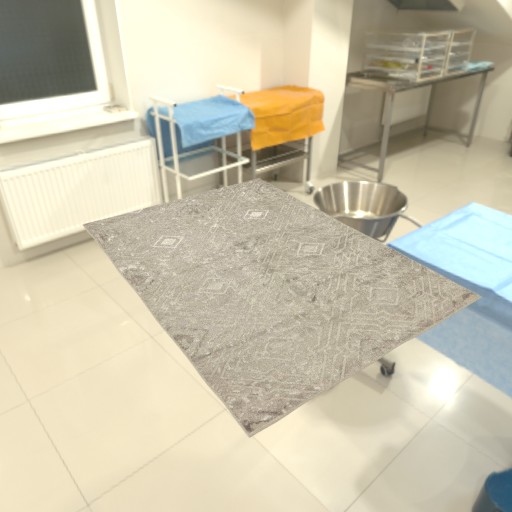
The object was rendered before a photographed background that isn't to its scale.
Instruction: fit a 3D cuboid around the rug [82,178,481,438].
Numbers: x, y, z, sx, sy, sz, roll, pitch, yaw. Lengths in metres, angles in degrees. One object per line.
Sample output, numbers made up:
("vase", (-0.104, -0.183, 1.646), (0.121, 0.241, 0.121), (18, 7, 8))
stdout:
("rug", (0.000, 0.000, 4.418), (2.448, 0.020, 3.359), (-20, 37, -29))
